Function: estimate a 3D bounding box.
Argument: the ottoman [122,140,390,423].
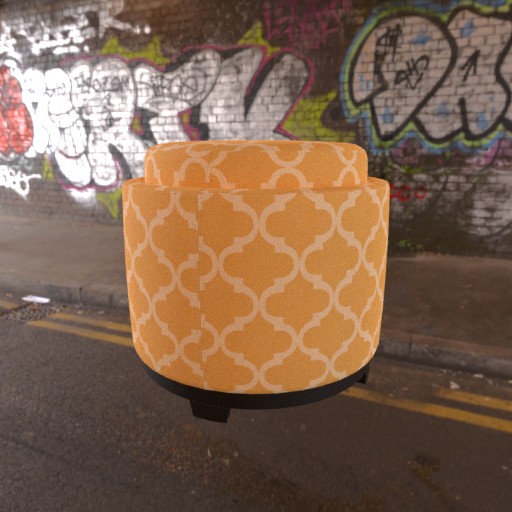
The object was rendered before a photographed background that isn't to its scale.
[{"bbox_3d":[0.000,0.000,0.849,0.480,0.429,0.480,0,14,0],"label":"ottoman"}]
